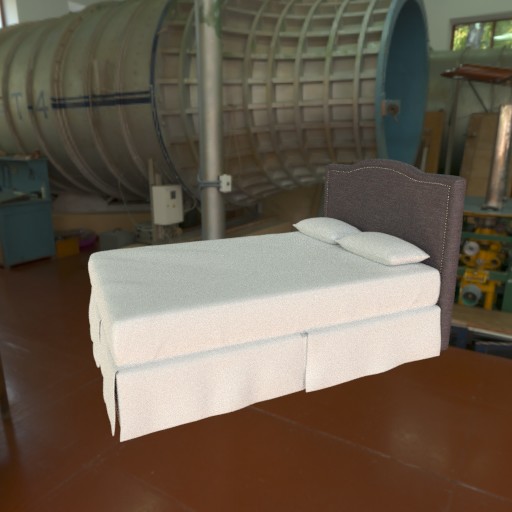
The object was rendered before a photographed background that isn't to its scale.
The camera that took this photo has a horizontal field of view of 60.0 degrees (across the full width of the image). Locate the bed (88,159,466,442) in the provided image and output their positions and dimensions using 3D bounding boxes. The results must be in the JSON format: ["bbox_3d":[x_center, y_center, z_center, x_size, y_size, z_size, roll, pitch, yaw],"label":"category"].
[{"bbox_3d":[0.000,0.000,3.485,2.507,1.441,1.741,-7,17,-23],"label":"bed"}]
